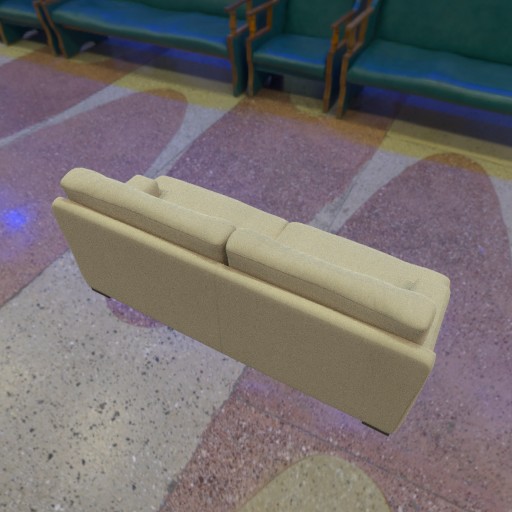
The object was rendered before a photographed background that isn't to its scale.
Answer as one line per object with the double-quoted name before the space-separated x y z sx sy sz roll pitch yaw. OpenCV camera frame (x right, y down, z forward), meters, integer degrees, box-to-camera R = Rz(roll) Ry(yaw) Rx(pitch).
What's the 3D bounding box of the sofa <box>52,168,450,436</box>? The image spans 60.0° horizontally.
"sofa" 0.000 0.000 2.615 2.147 0.925 0.929 22 50 19
